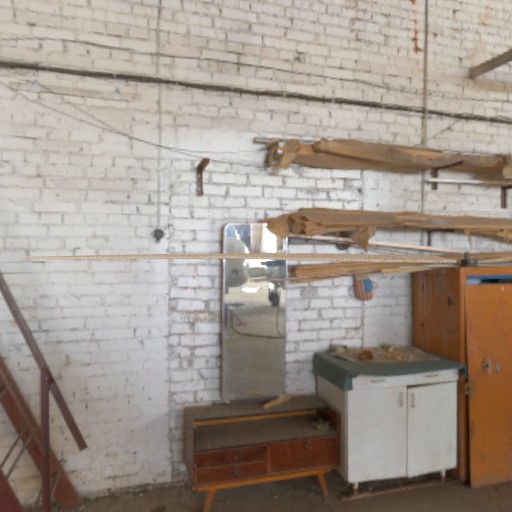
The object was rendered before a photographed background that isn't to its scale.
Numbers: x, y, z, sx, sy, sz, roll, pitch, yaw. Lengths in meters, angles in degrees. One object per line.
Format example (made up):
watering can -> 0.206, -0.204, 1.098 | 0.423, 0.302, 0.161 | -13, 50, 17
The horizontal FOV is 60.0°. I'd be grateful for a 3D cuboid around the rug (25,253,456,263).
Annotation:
rug -> 0.000, 0.000, 3.718 | 2.869, 0.038, 2.032 | 0, 1, 18
